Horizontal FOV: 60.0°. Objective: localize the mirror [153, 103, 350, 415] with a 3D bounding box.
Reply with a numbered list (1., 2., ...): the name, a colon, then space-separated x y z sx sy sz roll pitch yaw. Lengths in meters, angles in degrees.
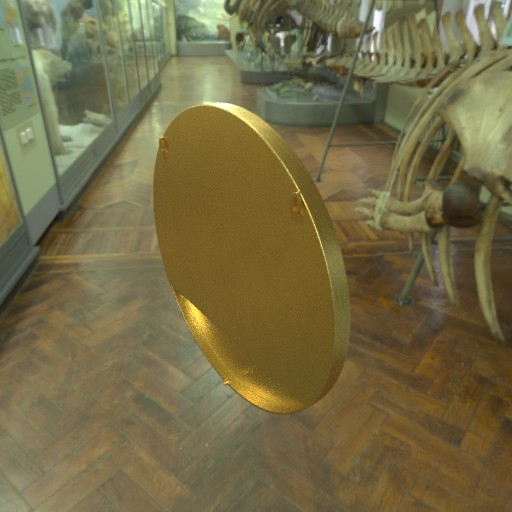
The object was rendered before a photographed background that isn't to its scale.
1. mirror: 0.000 0.000 0.687 0.133 0.457 0.457 -19 33 -32
